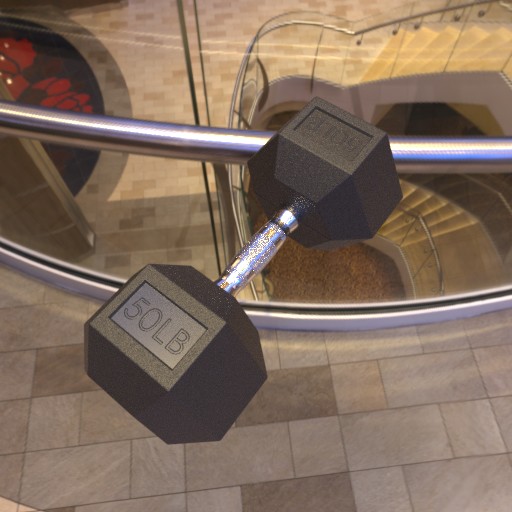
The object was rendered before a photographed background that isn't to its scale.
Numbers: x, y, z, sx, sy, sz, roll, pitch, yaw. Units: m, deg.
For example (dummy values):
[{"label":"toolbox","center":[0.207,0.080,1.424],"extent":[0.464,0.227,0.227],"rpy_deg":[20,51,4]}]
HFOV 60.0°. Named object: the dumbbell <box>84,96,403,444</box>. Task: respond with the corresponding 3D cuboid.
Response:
[{"label":"dumbbell","center":[0.000,0.000,0.467],"extent":[0.173,0.150,0.384],"rpy_deg":[34,67,17]}]
